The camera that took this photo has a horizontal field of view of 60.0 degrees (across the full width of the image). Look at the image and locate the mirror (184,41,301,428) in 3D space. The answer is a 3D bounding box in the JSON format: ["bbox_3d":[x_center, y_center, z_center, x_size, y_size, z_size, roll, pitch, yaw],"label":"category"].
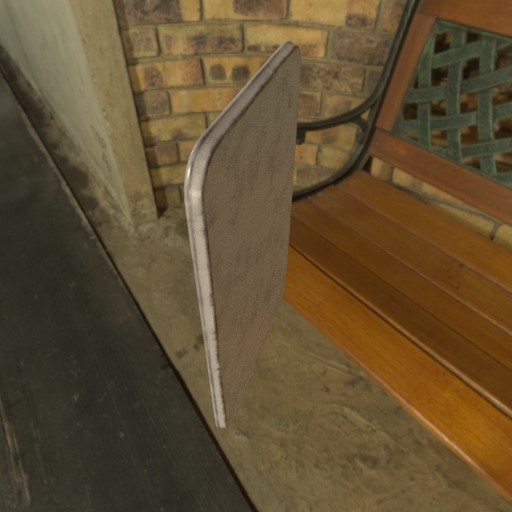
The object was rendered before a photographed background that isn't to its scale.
[{"bbox_3d":[0.000,0.000,0.896,0.024,0.713,0.461,14,46,14],"label":"mirror"}]
